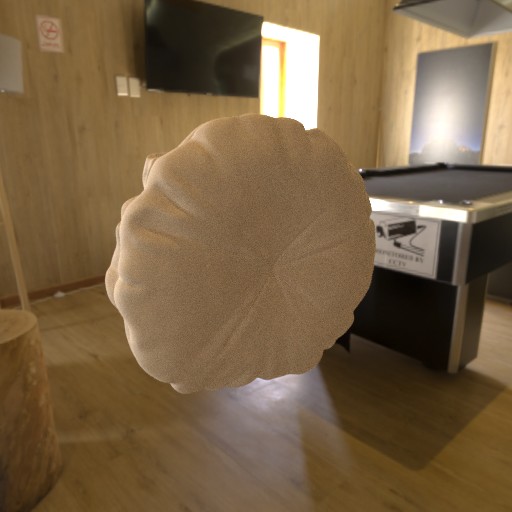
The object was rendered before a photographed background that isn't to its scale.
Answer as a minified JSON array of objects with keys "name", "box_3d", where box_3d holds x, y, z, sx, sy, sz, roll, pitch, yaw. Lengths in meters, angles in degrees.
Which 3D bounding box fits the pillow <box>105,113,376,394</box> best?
[{"name":"pillow","box_3d":[0.000,0.000,0.664,0.428,0.407,0.148,-8,18,-26]}]
